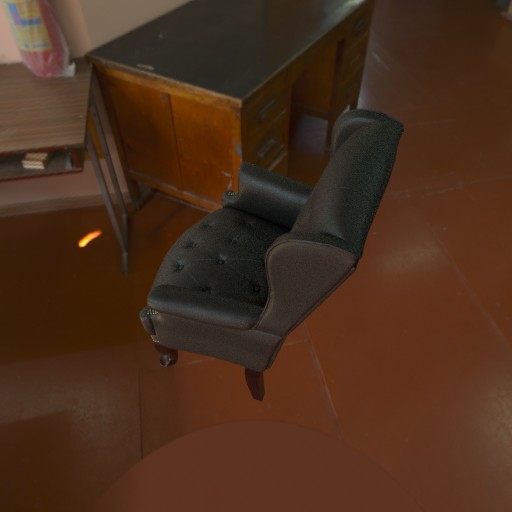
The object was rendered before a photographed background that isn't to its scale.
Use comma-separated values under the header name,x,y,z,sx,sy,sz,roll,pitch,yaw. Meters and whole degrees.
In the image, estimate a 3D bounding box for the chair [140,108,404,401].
name,x,y,z,sx,sy,sz,roll,pitch,yaw
chair,0.000,0.000,1.737,0.822,1.133,0.831,17,50,15
